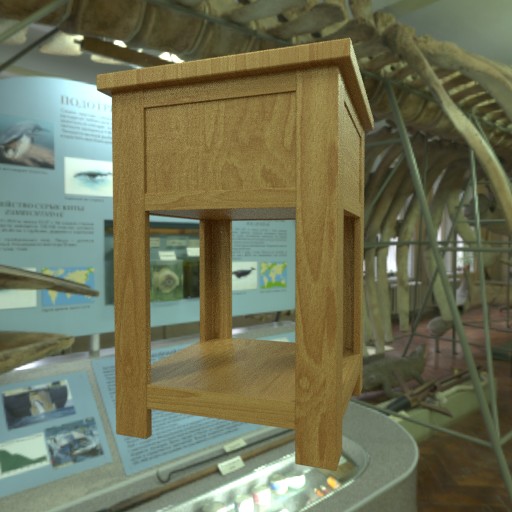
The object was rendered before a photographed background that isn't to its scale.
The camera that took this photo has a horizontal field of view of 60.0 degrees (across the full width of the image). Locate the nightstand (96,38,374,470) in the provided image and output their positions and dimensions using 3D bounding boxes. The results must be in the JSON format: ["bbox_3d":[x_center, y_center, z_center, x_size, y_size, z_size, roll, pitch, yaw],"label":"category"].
[{"bbox_3d":[0.000,0.000,0.882,0.418,0.614,0.428,1,2,19],"label":"nightstand"}]
